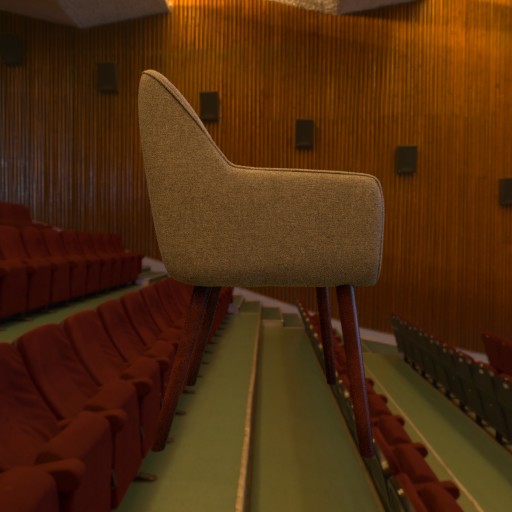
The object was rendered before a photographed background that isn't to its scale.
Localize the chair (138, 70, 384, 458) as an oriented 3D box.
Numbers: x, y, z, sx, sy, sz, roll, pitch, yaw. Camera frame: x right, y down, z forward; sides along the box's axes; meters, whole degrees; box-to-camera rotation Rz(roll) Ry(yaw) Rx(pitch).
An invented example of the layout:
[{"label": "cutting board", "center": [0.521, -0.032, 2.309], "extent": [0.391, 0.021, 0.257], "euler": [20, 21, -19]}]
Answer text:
[{"label": "chair", "center": [0.000, 0.000, 1.136], "extent": [0.519, 0.803, 0.543], "euler": [0, 1, 1]}]
